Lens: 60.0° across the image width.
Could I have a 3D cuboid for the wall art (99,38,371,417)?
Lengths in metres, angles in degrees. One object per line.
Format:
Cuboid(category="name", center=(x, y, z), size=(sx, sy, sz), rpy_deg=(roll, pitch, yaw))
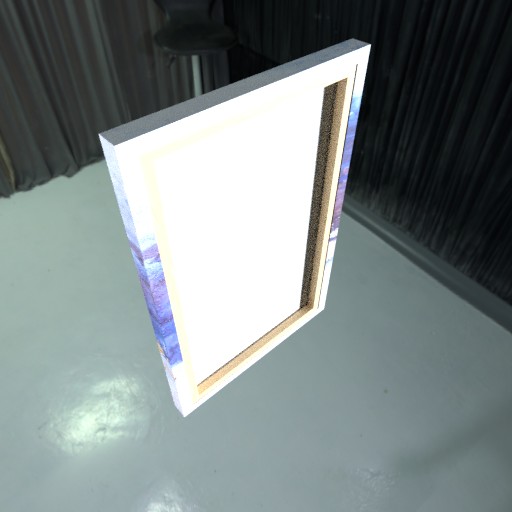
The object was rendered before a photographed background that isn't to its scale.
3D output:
Cuboid(category="wall art", center=(0.000, 0.000, 1.093), size=(0.583, 0.874, 0.048), rpy_deg=(-32, 54, -28))
